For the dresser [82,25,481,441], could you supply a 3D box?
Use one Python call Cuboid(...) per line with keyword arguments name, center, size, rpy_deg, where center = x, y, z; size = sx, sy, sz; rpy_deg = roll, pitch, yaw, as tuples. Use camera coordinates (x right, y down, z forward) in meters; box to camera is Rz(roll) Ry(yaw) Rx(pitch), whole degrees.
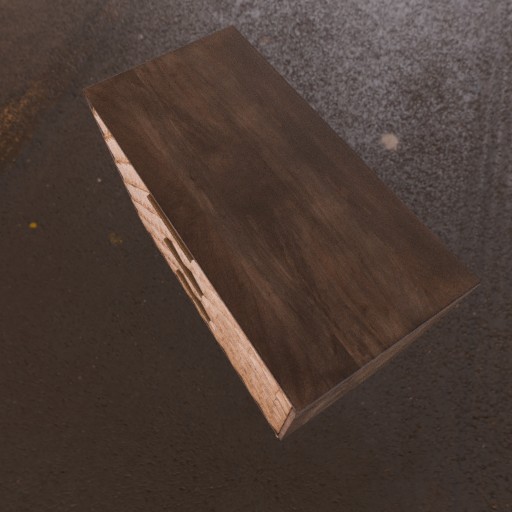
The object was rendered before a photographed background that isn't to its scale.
Cuboid(name="dresser", center=(0.000, 0.000, 1.347), size=(0.453, 0.801, 0.923), rpy_deg=(-31, 67, -14))
